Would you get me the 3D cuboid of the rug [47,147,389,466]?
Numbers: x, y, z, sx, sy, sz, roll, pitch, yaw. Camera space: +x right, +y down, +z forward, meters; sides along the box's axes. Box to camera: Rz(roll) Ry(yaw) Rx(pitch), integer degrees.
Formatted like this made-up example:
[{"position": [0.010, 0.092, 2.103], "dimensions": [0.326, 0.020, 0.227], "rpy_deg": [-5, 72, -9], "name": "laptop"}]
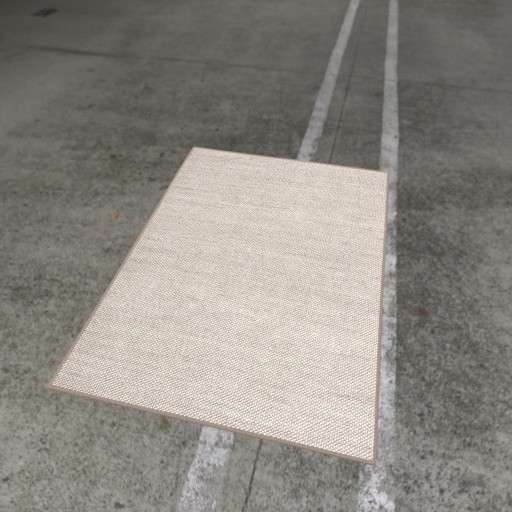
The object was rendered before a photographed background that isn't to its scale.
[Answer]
[{"position": [0.000, 0.000, 2.657], "dimensions": [1.517, 0.013, 2.115], "rpy_deg": [10, 47, 9], "name": "rug"}]
